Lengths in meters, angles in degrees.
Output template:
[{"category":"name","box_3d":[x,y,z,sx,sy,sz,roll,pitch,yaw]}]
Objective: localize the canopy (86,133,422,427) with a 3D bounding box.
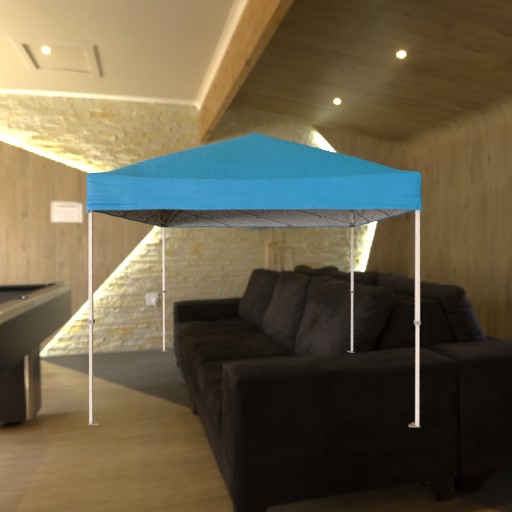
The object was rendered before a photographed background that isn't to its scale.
[{"category":"canopy","box_3d":[0.000,0.000,5.416,2.998,2.997,2.996,0,1,1]}]
